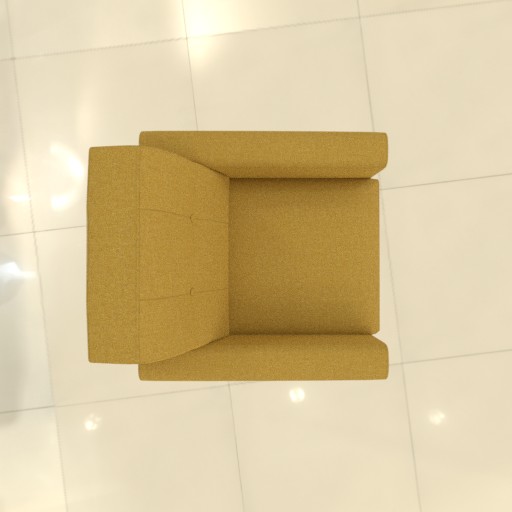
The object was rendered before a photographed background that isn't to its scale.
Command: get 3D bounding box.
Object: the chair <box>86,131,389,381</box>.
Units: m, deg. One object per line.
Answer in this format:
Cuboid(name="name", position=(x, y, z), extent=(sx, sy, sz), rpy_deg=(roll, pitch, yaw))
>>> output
Cuboid(name="chair", position=(0.000, 0.000, 1.570), extent=(0.909, 0.841, 0.831), rpy_deg=(0, 89, 0))
